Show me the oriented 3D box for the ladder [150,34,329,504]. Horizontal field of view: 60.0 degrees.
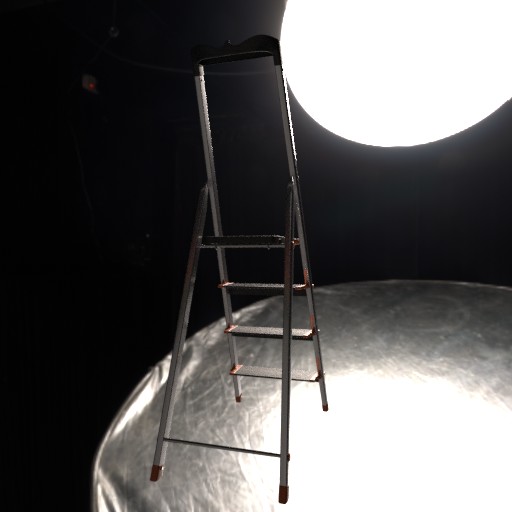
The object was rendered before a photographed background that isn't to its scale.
[{"bbox_3d":[0.000,0.000,1.737,0.452,1.429,0.834,0,0,18],"label":"ladder"}]
